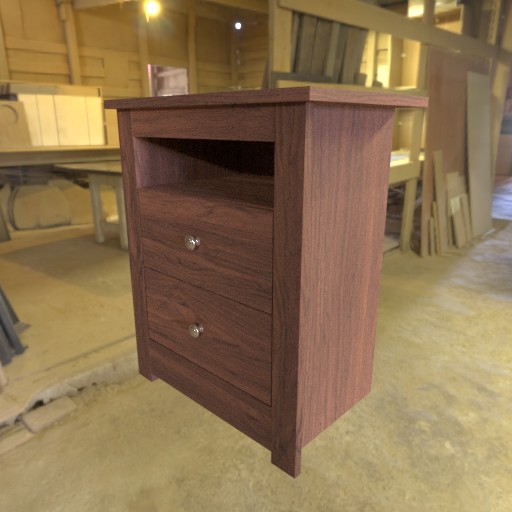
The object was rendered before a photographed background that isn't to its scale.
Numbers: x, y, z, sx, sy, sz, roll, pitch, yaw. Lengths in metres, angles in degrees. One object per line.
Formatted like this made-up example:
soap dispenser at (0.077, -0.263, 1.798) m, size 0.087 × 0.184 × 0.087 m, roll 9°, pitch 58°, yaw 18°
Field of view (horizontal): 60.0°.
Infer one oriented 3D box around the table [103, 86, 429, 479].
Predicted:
table at (0.000, 0.000, 1.062) m, size 0.589 × 0.711 × 0.406 m, roll 15°, pitch 22°, yaw 41°
